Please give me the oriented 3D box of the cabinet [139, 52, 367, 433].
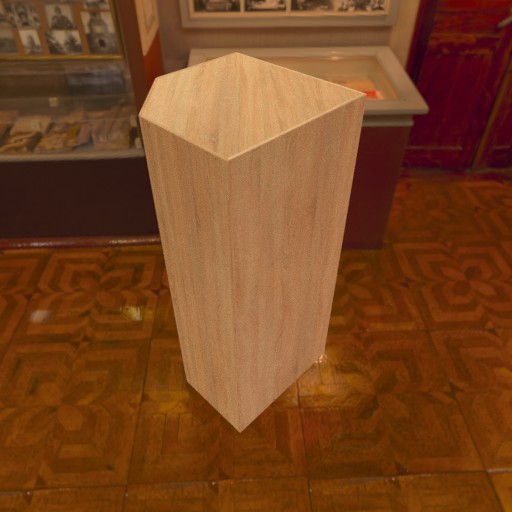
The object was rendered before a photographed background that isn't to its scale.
[{"bbox_3d":[0.000,0.000,2.882,1.094,2.120,1.327,0,41,0],"label":"cabinet"}]
